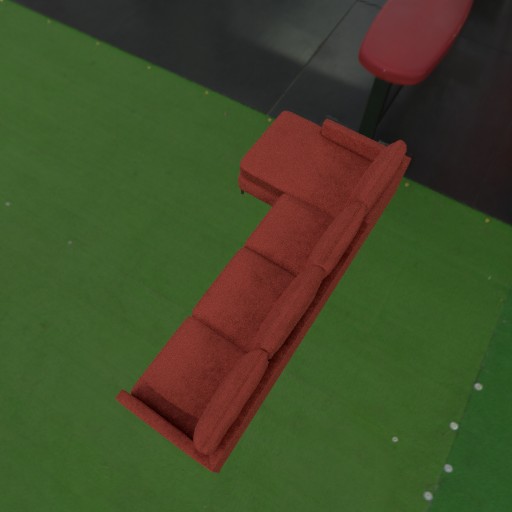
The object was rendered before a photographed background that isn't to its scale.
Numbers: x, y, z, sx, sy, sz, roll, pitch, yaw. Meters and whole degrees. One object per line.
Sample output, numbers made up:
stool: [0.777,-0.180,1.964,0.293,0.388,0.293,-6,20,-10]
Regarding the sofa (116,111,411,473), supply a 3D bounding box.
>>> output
sofa: [0.000,0.000,4.147,1.500,0.967,3.400,31,67,15]
